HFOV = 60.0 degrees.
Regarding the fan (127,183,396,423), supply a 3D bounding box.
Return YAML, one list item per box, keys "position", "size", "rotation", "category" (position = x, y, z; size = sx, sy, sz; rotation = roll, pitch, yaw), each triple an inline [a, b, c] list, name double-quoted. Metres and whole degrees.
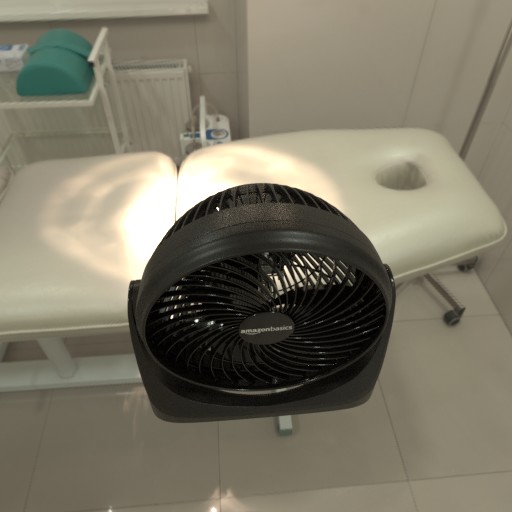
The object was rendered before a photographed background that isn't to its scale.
- position: [0.000, 0.000, 0.500]
  size: [0.273, 0.277, 0.256]
  rotation: [-4, 47, -3]
  category: "fan"
